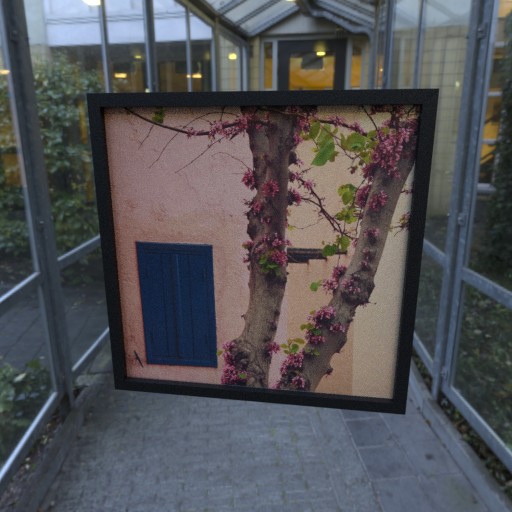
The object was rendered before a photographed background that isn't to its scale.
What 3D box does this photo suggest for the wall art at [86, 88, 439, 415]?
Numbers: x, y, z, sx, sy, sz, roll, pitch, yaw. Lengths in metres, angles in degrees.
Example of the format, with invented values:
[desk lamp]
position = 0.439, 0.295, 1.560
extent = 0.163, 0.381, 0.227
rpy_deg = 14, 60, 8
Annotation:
[wall art]
position = 0.000, 0.000, 0.438
extent = 0.305, 0.304, 0.038
rpy_deg = 2, 16, 8
